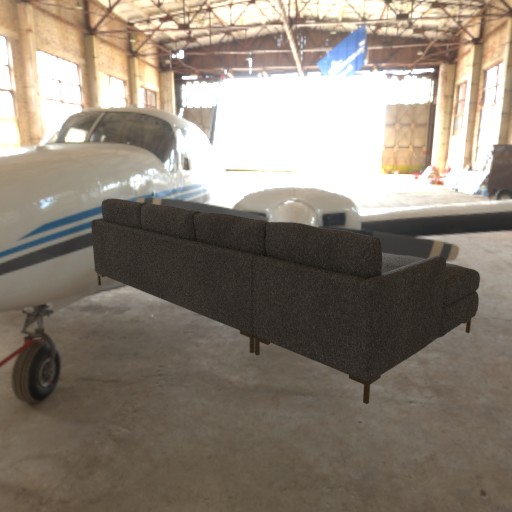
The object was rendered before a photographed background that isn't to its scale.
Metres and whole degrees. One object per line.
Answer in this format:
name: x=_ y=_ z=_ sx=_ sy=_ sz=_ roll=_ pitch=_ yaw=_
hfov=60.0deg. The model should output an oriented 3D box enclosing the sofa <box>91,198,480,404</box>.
sofa: x=0.000 y=0.000 z=3.484 sx=1.350 sy=0.810 sz=2.932 roll=-12 pitch=18 yaw=-43
